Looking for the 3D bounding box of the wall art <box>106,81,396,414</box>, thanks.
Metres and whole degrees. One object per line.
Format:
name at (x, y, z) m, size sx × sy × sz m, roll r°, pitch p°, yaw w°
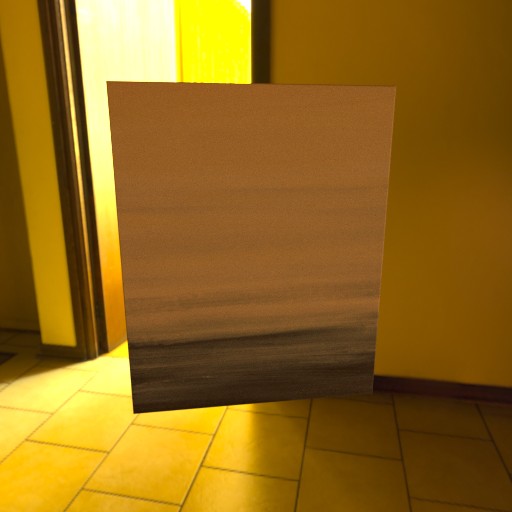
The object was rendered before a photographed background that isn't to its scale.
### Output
wall art at (0.000, 0.000, 0.838) m, size 0.489 × 0.608 × 0.040 m, roll -2°, pitch 15°, yaw -8°
